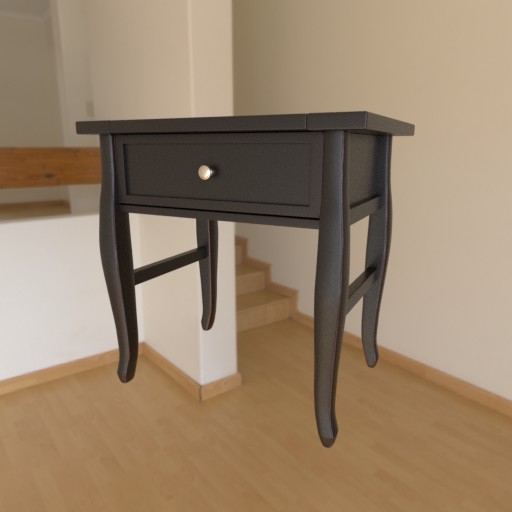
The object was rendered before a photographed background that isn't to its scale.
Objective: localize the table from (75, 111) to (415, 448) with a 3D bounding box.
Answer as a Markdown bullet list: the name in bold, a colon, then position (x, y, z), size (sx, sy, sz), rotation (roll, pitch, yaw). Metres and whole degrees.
- **table**: position (0.000, 0.000, 1.048), size (0.602, 0.604, 0.460), rotation (7, 16, 27)
